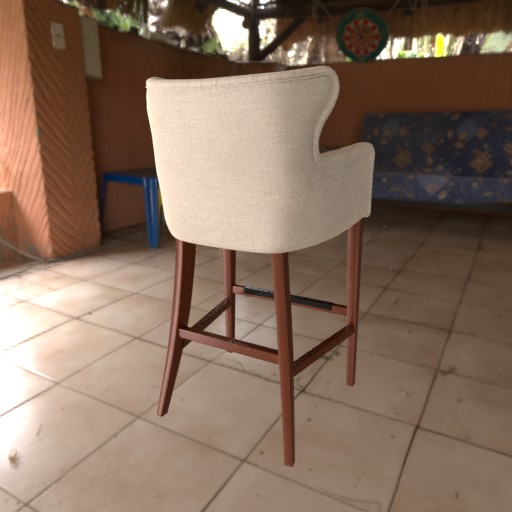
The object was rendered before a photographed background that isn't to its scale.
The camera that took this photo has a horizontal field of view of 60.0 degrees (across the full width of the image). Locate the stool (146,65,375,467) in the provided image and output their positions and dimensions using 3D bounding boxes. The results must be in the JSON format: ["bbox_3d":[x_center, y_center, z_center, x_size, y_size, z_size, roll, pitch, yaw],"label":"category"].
[{"bbox_3d":[0.000,0.000,1.369,0.556,1.034,0.563,9,19,27],"label":"stool"}]
